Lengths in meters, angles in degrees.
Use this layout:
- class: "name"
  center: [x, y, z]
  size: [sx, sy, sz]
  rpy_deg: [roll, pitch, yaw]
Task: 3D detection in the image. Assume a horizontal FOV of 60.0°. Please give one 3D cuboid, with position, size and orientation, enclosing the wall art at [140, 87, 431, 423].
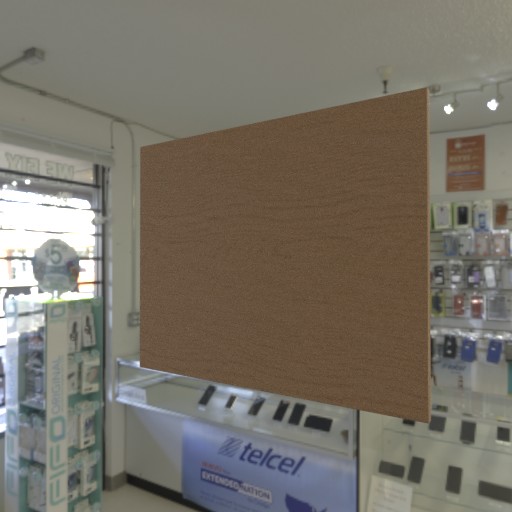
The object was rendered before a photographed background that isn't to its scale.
- class: "wall art"
  center: [0.000, 0.000, 0.682]
  size: [0.508, 0.406, 0.013]
  rpy_deg: [0, -1, 34]
